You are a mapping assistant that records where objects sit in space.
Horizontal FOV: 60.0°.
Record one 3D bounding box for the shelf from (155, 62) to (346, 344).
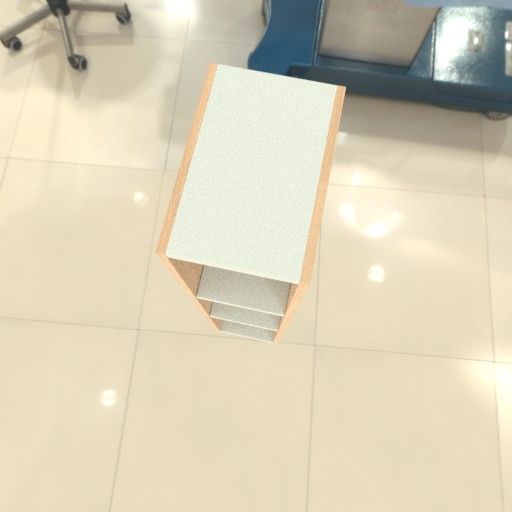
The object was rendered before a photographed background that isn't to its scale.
[{"bbox_3d":[0.000,0.000,1.012,0.197,0.882,0.290,12,74,3],"label":"shelf"}]
